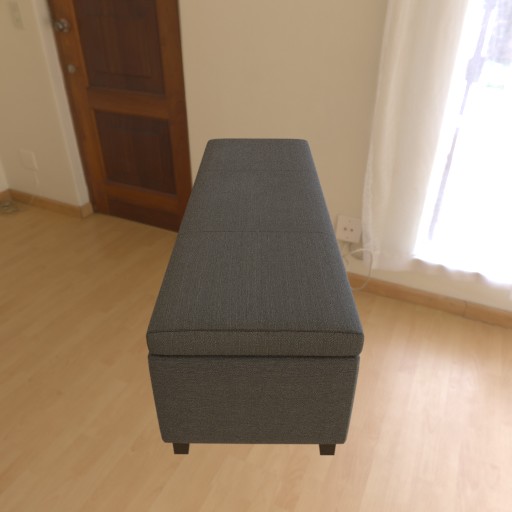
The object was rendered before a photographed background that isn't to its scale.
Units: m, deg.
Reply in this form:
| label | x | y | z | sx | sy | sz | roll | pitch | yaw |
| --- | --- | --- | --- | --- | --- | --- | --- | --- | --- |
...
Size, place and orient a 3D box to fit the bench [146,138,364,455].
| label | x | y | z | sx | sy | sz | roll | pitch | yaw |
| --- | --- | --- | --- | --- | --- | --- | --- | --- | --- |
| bench | 0.000 | 0.000 | 1.504 | 0.446 | 0.438 | 1.269 | 0 | 32 | 0 |
